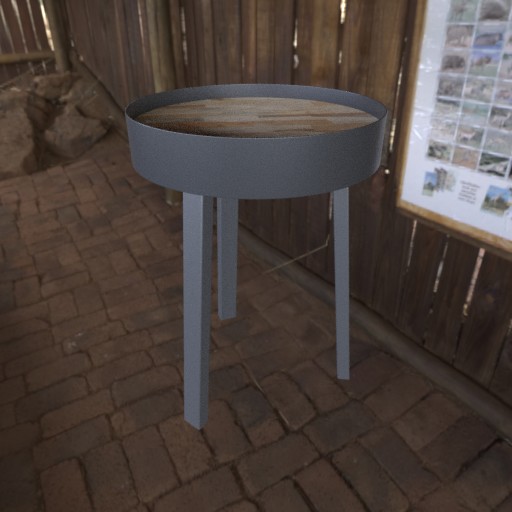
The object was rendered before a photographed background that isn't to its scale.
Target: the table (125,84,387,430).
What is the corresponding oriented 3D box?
[{"bbox_3d":[0.000,0.000,0.847,0.406,0.559,0.406,0,30,0],"label":"table"}]
